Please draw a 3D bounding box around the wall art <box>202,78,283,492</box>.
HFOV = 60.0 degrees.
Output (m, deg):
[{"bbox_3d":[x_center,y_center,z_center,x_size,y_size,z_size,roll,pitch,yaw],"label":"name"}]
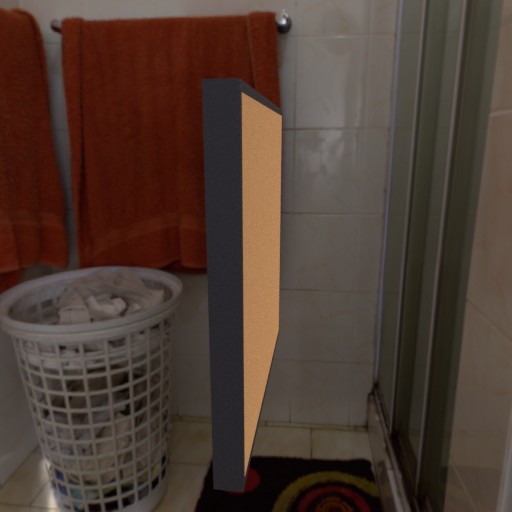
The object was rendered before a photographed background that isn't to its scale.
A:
[{"bbox_3d":[0.000,0.000,0.764,0.040,0.509,0.509,2,15,8],"label":"wall art"}]
